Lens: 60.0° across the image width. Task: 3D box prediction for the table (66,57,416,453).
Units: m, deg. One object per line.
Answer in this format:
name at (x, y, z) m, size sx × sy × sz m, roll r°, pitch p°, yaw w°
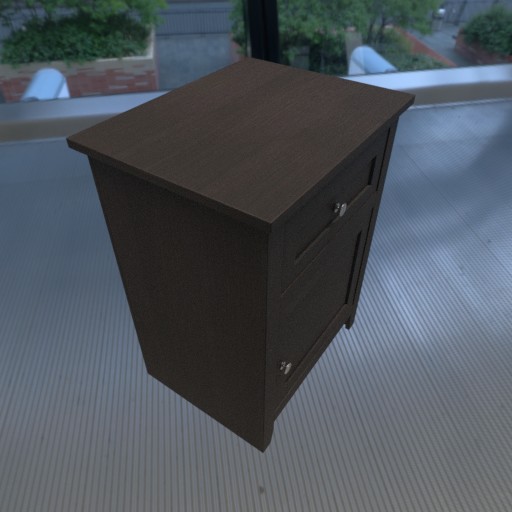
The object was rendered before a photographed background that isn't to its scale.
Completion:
table at (0.000, 0.000, 0.957) m, size 0.381 × 0.635 × 0.480 m, roll 25°, pitch 47°, yaw 26°
